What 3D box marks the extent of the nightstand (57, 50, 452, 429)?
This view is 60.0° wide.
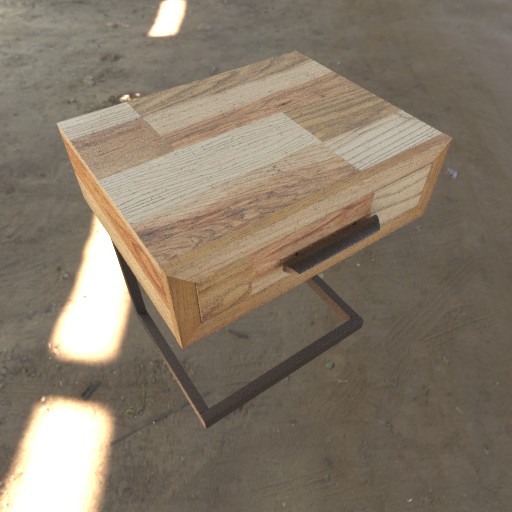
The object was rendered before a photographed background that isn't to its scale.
[{"bbox_3d":[0.000,0.000,1.015,0.558,0.632,0.481,-27,53,-23],"label":"nightstand"}]
